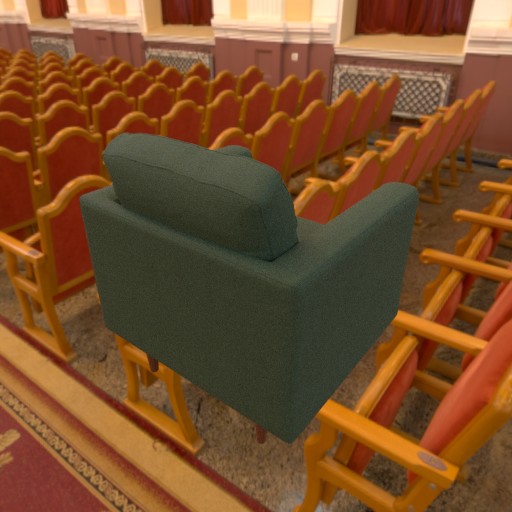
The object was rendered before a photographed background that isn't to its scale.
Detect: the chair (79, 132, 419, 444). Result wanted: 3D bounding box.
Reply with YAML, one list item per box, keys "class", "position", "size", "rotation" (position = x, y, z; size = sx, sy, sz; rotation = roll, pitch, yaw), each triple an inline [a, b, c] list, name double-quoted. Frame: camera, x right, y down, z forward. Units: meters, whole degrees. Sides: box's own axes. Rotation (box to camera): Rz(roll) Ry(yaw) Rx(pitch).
- class: "chair"
  position: [0.000, 0.000, 1.577]
  size: [0.855, 0.927, 0.800]
  rotation: [21, 36, 32]
